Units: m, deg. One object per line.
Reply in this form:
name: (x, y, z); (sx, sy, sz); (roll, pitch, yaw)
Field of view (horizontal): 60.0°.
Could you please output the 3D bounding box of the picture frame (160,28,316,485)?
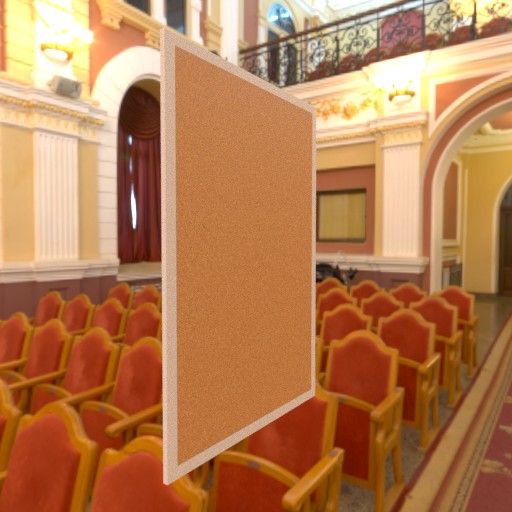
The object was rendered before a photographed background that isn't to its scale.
picture frame: (0.000, 0.000, 1.182); (0.013, 0.940, 0.659); (1, 2, 35)
